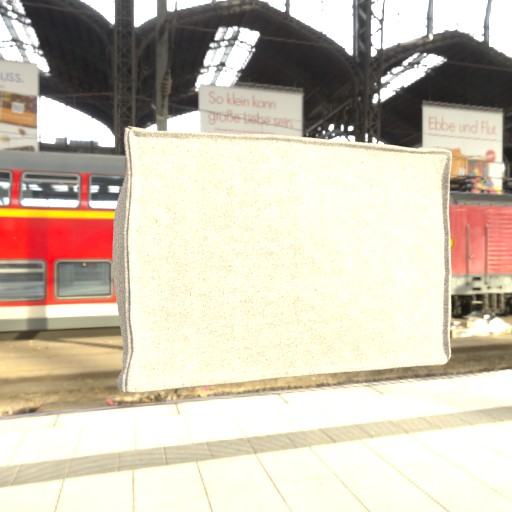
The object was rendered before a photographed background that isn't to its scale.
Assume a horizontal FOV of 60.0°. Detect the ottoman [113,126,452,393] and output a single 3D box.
[{"bbox_3d":[0.000,0.000,1.150,0.707,0.470,0.696,0,0,-18],"label":"ottoman"}]
